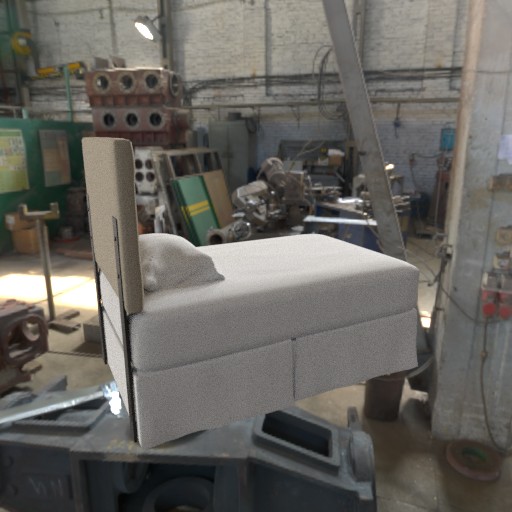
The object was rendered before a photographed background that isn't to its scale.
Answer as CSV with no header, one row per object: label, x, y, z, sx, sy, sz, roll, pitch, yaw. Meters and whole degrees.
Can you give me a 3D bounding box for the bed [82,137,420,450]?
bed,0.000,0.000,3.030,1.997,1.571,1.261,-8,17,-26
